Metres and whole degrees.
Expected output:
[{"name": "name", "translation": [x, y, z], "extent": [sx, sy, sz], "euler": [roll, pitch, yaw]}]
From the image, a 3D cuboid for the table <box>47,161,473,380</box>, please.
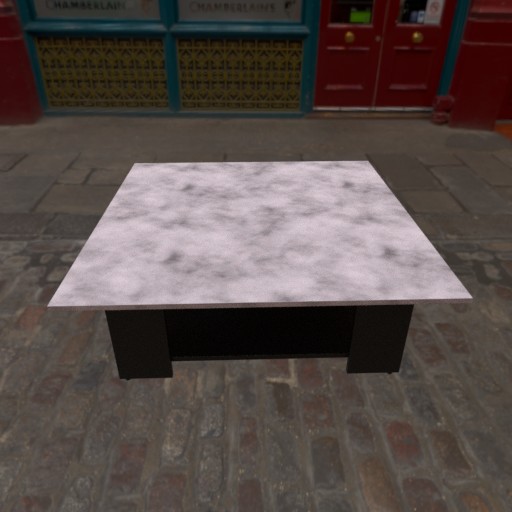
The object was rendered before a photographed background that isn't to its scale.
[{"name": "table", "translation": [0.000, 0.000, 1.385], "extent": [0.890, 0.305, 0.890], "euler": [-1, 31, -2]}]
